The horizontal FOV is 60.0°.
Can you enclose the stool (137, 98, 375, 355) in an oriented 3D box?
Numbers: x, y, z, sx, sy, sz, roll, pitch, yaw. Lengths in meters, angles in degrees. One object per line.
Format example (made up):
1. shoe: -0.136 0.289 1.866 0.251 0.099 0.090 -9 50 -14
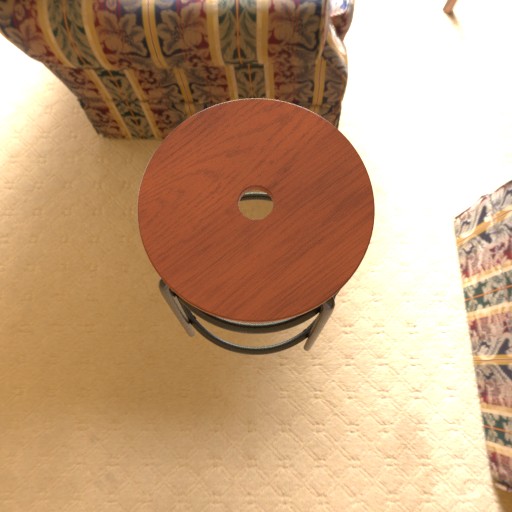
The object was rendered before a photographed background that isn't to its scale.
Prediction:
1. stool: 0.000 0.000 0.918 0.455 0.610 0.455 -37 79 -9
